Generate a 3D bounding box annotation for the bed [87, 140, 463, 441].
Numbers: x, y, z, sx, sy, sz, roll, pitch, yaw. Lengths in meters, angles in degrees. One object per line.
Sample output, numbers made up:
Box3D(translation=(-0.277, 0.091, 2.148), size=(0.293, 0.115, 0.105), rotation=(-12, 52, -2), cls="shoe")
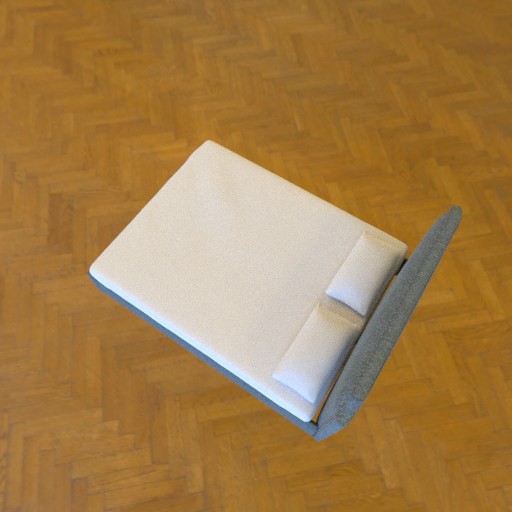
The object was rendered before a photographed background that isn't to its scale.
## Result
Box3D(translation=(0.000, 0.000, 3.555), size=(2.372, 1.443, 1.712), rotation=(31, 67, 14), cls="bed")
